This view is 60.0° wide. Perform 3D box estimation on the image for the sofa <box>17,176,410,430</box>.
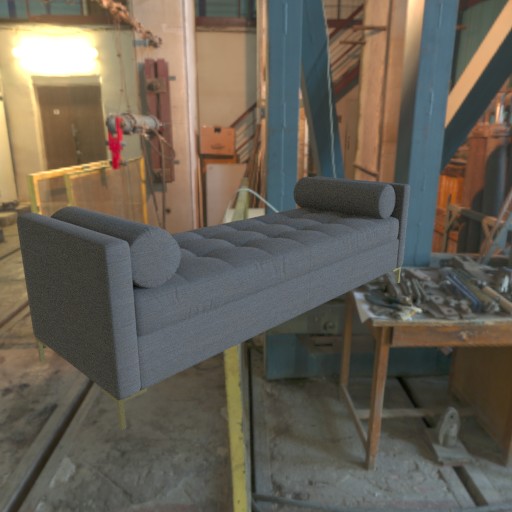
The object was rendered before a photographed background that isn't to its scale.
[{"bbox_3d":[0.000,0.000,2.251,0.686,0.635,1.981,15,21,41],"label":"sofa"}]
